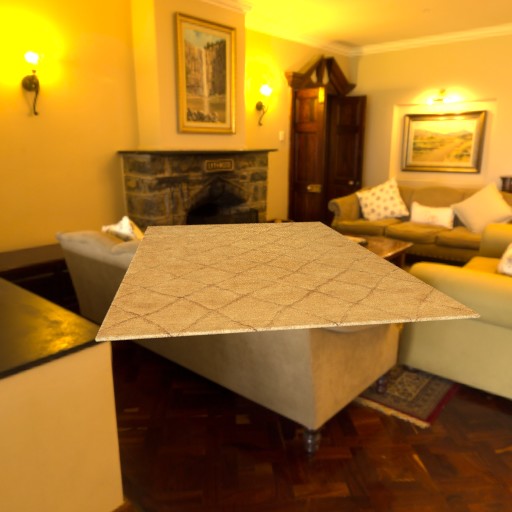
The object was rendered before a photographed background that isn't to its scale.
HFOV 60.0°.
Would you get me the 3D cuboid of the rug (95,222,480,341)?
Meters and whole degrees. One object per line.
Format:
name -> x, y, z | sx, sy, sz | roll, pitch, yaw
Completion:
rug -> 0.000, 0.000, 2.817 | 1.528, 0.014, 2.292 | -2, 14, -8
